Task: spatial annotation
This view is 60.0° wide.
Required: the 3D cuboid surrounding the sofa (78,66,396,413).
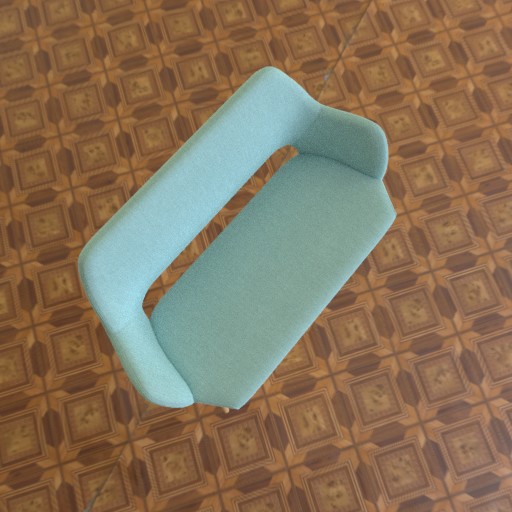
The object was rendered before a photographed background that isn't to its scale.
[{"bbox_3d":[0.000,0.000,1.604,0.610,0.840,1.150,40,79,9],"label":"sofa"}]
